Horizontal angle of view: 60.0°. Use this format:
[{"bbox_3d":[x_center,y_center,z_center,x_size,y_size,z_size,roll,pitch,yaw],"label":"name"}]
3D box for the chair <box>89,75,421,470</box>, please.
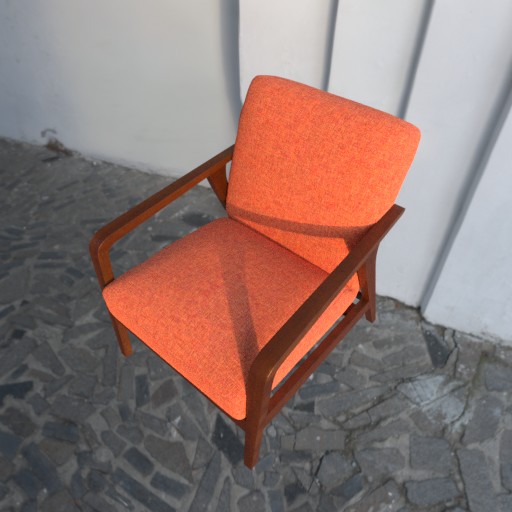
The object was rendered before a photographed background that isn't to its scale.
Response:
[{"bbox_3d":[0.000,0.000,1.491,0.719,0.890,0.860,31,53,27],"label":"chair"}]
